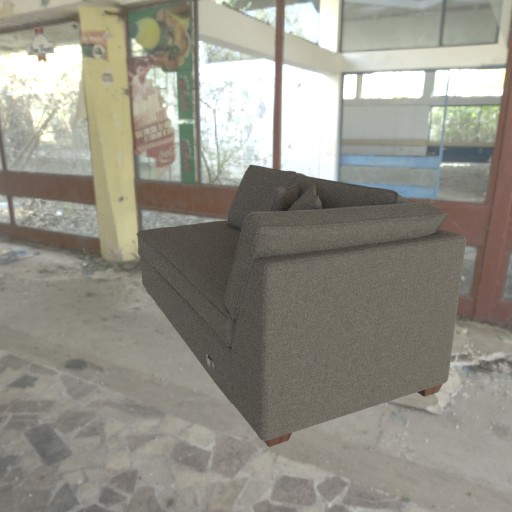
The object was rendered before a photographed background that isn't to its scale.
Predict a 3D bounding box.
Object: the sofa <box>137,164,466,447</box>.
[{"bbox_3d":[0.000,0.000,2.854,1.110,1.033,2.237,-8,17,-25],"label":"sofa"}]
